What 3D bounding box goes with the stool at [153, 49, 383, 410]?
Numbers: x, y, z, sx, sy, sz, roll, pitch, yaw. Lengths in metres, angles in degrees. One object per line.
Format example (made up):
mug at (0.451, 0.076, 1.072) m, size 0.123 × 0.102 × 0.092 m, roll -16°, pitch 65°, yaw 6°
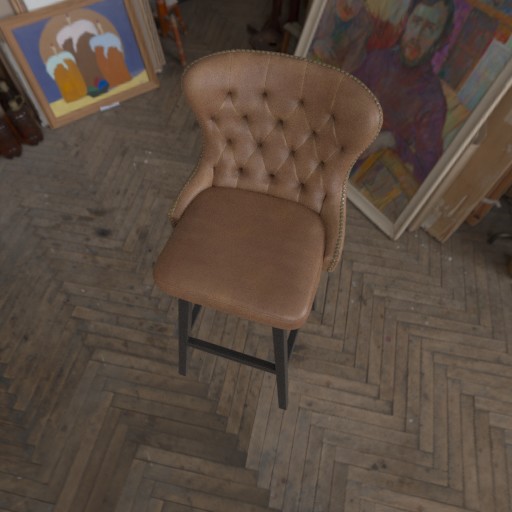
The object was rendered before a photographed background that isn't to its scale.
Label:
stool at (0.000, 0.000, 1.417) m, size 0.528 × 1.050 × 0.601 m, roll 16°, pitch 59°, yaw 10°
